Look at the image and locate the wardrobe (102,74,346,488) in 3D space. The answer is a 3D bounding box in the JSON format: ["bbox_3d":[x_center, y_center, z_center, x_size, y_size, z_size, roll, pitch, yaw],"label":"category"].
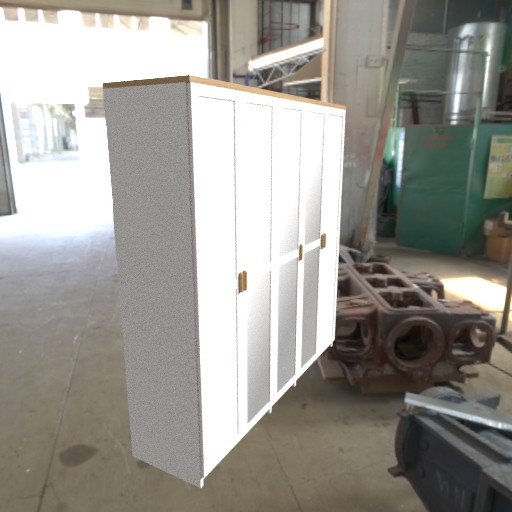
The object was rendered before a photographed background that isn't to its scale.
[{"bbox_3d":[0.000,0.000,3.338,0.590,2.260,2.160,8,17,29],"label":"wardrobe"}]
